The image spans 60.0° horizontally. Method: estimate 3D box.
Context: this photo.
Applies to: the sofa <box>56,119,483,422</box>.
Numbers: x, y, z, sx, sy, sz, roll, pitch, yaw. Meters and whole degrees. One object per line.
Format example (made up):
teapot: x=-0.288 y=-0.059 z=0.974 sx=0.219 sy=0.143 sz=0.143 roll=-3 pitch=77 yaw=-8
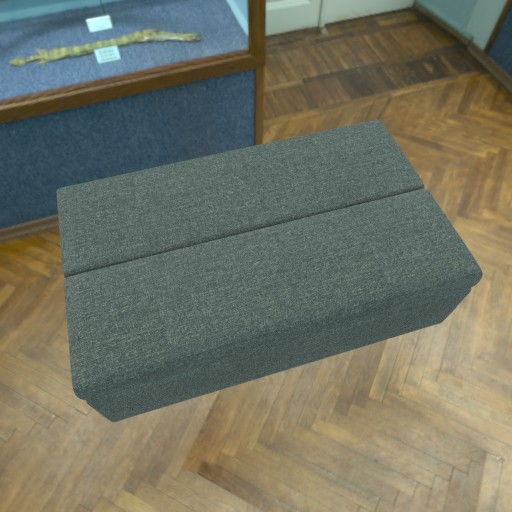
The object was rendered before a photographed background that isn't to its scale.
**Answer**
sofa: x=0.000 y=0.000 z=1.571 sx=1.198 sy=0.417 sz=0.782 roll=-14 pitch=58 yaw=-9
